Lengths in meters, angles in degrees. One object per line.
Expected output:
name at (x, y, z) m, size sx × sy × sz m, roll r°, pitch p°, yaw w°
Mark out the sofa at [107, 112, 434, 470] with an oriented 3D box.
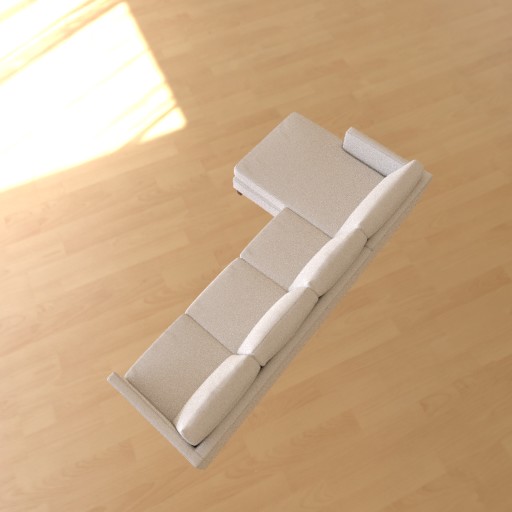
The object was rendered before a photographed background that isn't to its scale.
sofa at (0.000, 0.000, 3.983) m, size 1.625 × 0.846 × 3.186 m, roll 37°, pitch 70°, yaw 16°
